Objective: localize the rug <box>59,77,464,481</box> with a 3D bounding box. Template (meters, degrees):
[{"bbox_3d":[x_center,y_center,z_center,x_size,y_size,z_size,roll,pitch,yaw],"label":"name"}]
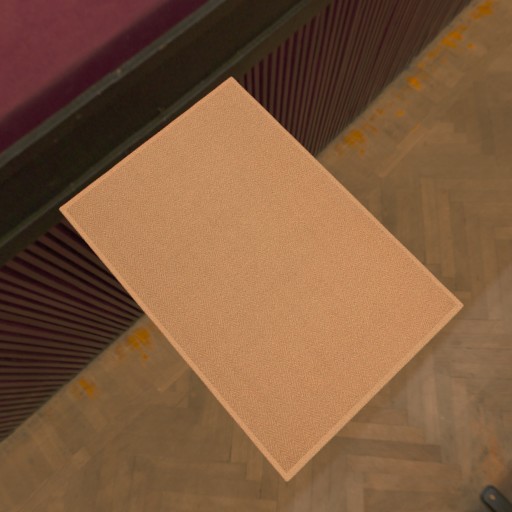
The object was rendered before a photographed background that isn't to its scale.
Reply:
[{"bbox_3d":[0.000,0.000,2.881,1.532,0.017,2.244,-41,79,-10],"label":"rug"}]
